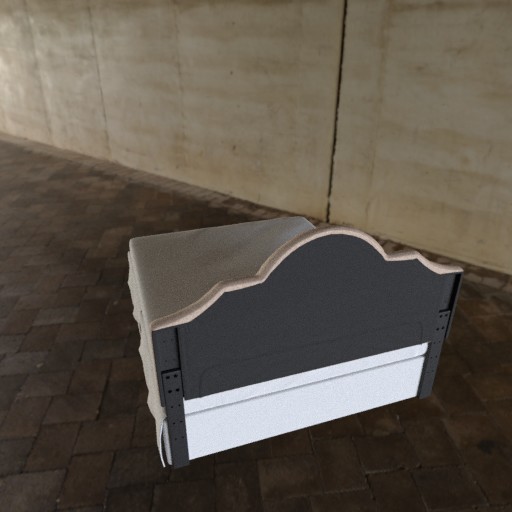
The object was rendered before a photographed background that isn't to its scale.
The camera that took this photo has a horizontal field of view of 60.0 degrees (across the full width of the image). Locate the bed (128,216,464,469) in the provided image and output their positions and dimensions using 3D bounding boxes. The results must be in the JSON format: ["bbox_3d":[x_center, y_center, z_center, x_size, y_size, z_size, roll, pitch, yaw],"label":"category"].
[{"bbox_3d":[0.000,0.000,2.964,1.667,1.194,1.970,-9,28,-17],"label":"bed"}]
